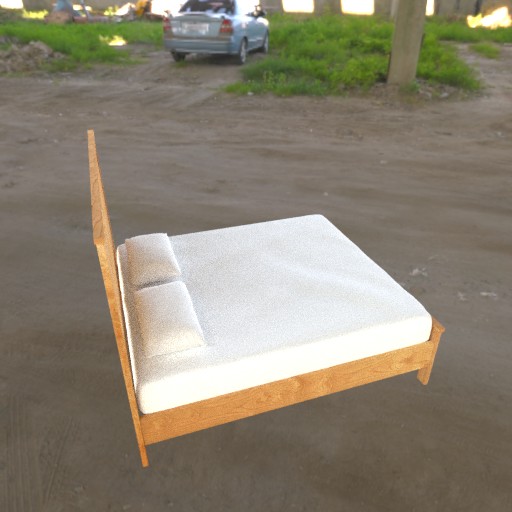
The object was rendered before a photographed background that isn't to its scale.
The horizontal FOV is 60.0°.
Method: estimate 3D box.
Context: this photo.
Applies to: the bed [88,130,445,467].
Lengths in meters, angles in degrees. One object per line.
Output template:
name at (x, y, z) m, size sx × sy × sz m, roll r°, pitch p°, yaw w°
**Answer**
bed at (0.000, 0.000, 4.037) m, size 2.530 × 1.938 × 2.225 m, roll -10°, pitch 32°, yaw -16°
